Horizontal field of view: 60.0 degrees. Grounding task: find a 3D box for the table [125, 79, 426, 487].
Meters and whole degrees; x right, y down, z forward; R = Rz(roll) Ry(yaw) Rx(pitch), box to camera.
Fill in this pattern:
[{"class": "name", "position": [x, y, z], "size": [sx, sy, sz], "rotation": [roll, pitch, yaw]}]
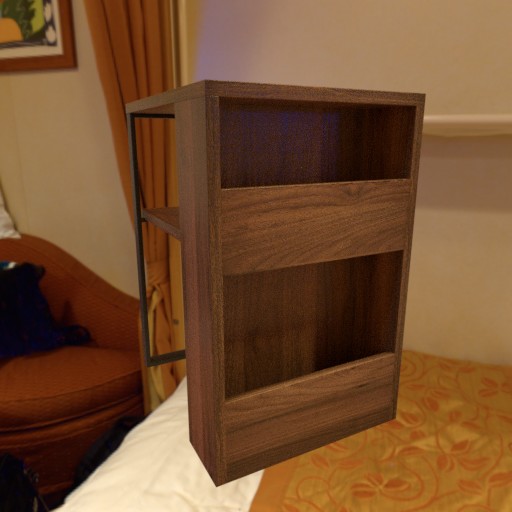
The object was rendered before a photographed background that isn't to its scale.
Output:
[{"class": "table", "position": [0.000, 0.000, 1.558], "size": [0.660, 1.041, 0.786], "rotation": [-8, 17, -27]}]
